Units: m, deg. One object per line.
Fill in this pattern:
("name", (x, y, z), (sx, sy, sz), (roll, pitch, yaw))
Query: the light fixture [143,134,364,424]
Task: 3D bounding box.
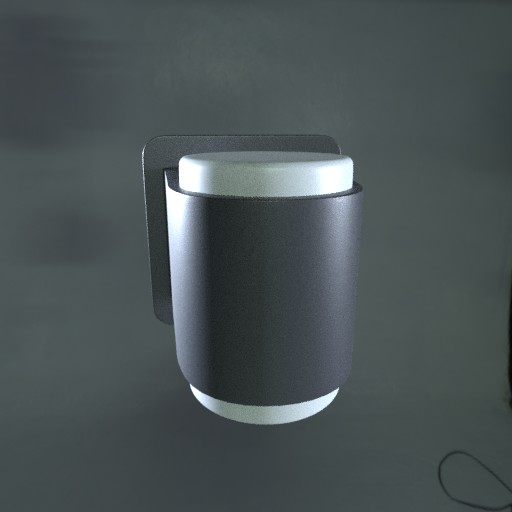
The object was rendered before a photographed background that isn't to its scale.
("light fixture", (0.000, 0.000, 0.210), (0.109, 0.109, 0.132), (-2, 16, -7))
